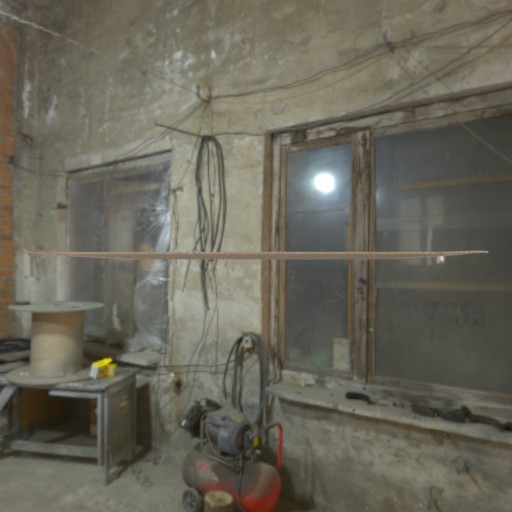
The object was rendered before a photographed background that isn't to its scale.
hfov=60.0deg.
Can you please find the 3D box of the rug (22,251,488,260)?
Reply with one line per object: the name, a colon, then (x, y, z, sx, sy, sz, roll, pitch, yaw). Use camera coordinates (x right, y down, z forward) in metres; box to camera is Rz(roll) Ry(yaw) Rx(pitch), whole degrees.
rug: (0.000, 0.000, 3.875, 2.897, 0.035, 2.277, 0, -1, 1)
